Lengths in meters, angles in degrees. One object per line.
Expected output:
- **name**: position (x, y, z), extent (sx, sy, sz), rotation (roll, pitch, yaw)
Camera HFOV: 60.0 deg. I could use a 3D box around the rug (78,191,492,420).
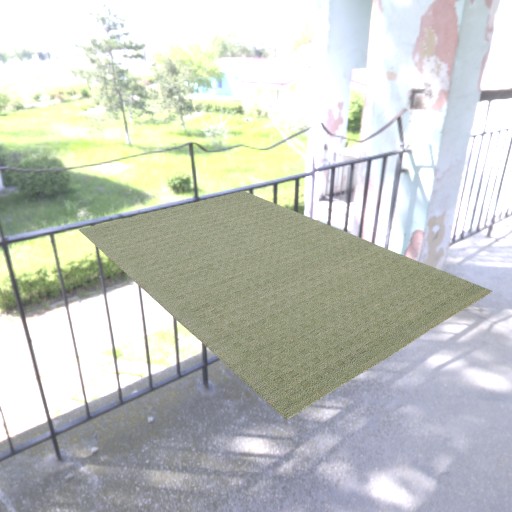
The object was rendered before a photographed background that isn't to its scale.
- **rug**: position (0.000, 0.000, 2.152), extent (1.143, 0.006, 1.747), rotation (-19, 31, -34)
